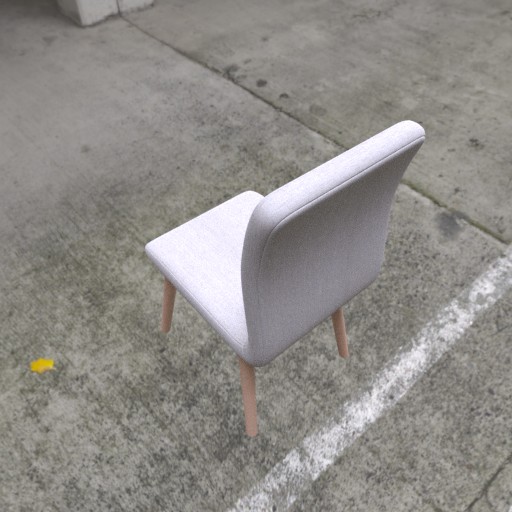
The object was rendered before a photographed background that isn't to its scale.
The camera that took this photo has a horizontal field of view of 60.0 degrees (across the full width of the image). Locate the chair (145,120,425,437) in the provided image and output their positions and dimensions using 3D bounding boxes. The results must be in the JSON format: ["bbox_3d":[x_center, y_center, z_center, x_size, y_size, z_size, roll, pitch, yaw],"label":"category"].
[{"bbox_3d":[0.000,0.000,1.192,0.435,0.885,0.550,-32,54,-26],"label":"chair"}]
